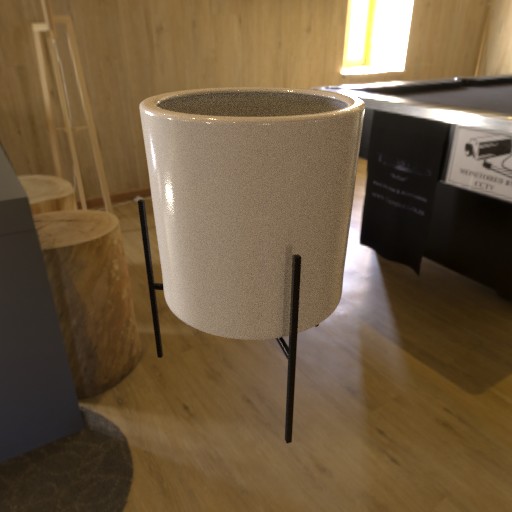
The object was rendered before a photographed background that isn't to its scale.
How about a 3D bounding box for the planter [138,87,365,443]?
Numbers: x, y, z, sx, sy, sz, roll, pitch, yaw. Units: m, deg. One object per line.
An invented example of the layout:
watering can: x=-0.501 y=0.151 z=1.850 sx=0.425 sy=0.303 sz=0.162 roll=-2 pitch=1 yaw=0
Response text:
planter: x=0.000 y=0.000 z=0.645 sx=0.307 sy=0.431 sz=0.308 roll=-8 pitch=28 yaw=-16
